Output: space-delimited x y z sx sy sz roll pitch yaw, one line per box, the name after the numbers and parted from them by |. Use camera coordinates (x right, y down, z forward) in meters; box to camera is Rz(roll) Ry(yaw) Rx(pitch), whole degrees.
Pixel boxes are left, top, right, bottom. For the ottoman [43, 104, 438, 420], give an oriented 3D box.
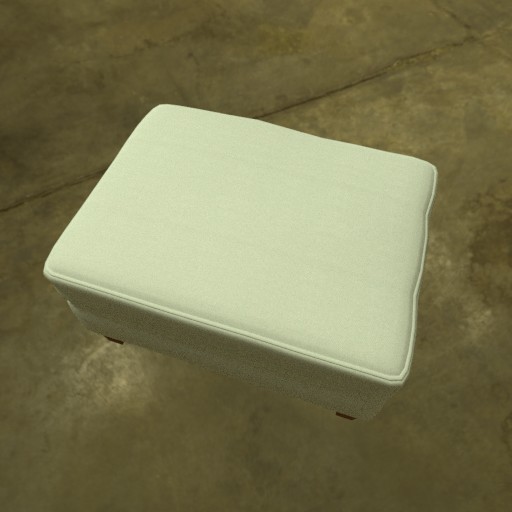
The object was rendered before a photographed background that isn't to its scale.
0.000 0.000 1.222 0.818 0.496 0.634 15 58 10 | ottoman
